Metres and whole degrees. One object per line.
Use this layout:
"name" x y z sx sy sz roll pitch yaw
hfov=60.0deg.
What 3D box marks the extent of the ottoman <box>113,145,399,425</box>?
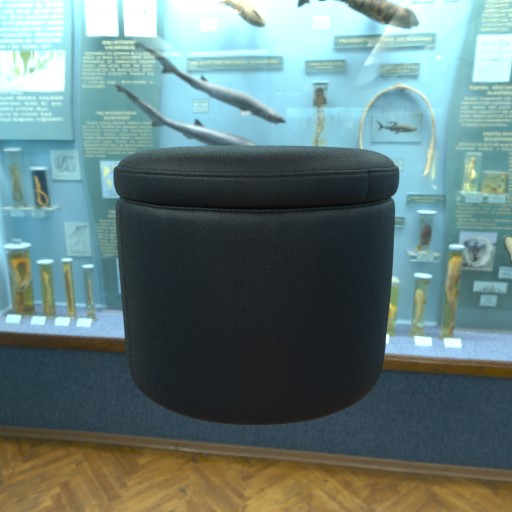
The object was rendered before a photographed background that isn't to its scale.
"ottoman" 0.000 0.000 0.847 0.501 0.409 0.501 0 14 0
